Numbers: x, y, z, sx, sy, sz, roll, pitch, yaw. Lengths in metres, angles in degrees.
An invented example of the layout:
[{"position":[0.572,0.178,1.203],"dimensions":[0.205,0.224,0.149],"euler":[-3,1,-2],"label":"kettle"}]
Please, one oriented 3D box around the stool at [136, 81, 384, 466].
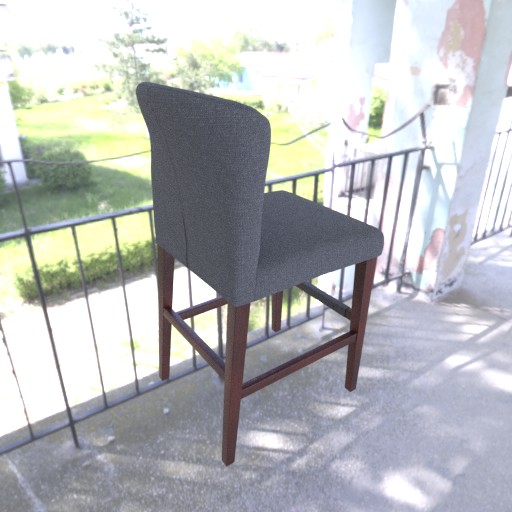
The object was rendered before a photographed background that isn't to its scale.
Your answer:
[{"position":[0.000,0.000,1.295],"dimensions":[0.568,0.968,0.479],"euler":[-17,31,-31],"label":"stool"}]
